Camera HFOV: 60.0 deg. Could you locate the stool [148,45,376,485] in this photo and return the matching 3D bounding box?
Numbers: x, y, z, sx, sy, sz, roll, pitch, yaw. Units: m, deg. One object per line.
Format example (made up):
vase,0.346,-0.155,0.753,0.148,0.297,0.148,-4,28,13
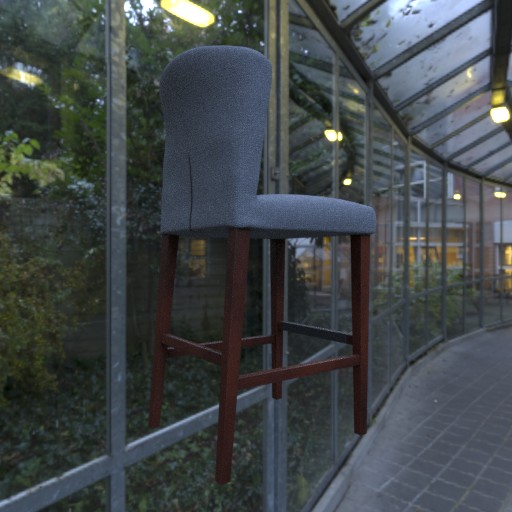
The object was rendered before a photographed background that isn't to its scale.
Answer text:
stool,0.000,0.000,1.356,0.568,1.069,0.486,0,0,-35
